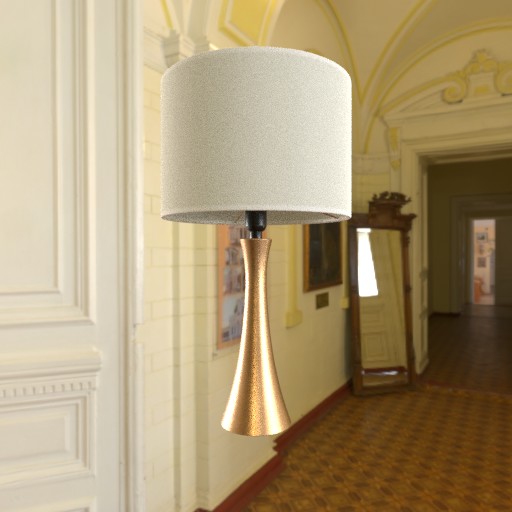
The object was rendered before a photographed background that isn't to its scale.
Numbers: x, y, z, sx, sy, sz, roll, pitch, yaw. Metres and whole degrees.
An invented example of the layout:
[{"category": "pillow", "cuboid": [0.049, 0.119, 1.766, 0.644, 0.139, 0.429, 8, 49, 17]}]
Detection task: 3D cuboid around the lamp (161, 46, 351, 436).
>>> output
[{"category": "lamp", "cuboid": [0.000, 0.000, 0.638, 0.268, 0.479, 0.268, 0, 0, -16]}]
